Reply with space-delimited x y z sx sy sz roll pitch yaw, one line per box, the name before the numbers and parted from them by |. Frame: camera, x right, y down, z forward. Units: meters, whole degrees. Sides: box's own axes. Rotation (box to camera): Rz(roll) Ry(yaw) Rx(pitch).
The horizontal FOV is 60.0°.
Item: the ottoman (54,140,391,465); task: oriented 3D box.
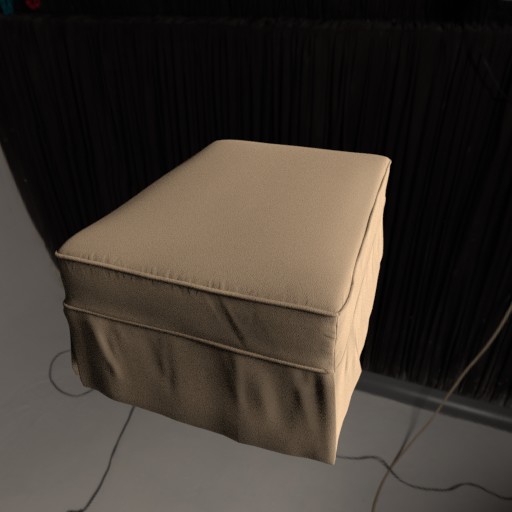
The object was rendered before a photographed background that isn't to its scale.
ottoman | 0.000 0.000 1.324 0.721 0.482 0.959 11 33 17
